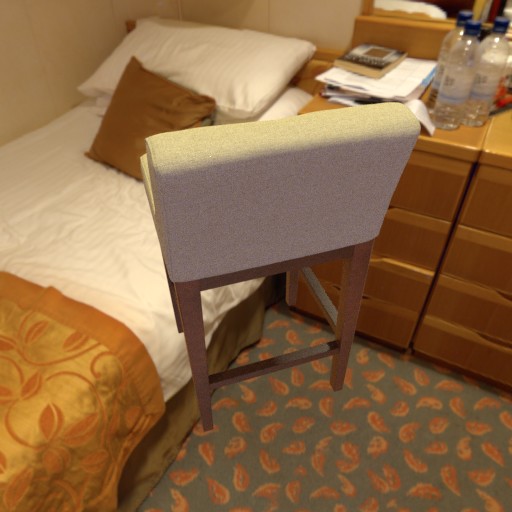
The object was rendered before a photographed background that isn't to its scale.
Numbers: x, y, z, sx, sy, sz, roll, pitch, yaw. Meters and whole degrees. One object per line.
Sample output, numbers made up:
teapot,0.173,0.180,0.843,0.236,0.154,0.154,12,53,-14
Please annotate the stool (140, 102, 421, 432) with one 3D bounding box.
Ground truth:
stool,0.000,0.000,1.224,0.511,0.937,0.500,-12,42,-14
